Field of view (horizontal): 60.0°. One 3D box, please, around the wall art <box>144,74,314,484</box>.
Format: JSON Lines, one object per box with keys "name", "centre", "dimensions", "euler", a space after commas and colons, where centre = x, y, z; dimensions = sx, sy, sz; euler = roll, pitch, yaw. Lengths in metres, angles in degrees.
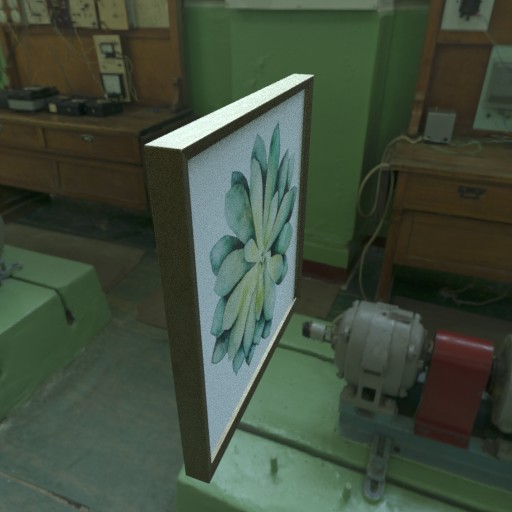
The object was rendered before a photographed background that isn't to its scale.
{"name": "wall art", "centre": [0.000, 0.000, 0.744], "dimensions": [0.040, 0.506, 0.503], "euler": [11, 32, 18]}
